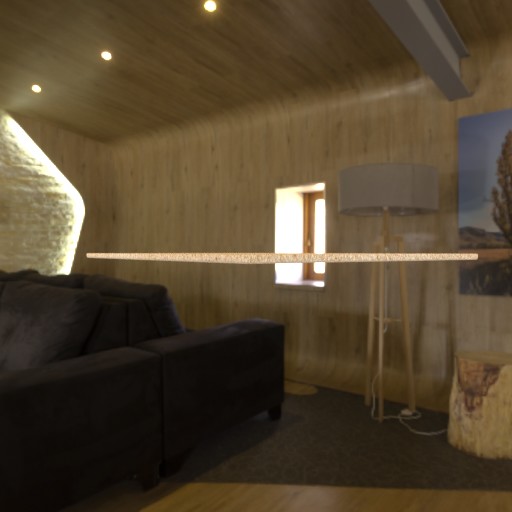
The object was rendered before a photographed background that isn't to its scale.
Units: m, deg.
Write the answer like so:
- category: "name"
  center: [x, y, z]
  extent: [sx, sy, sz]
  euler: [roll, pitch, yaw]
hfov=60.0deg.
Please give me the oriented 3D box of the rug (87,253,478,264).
- category: "rug"
  center: [0.000, 0.000, 2.178]
  extent: [1.199, 0.025, 1.600]
  euler: [0, 1, -36]
